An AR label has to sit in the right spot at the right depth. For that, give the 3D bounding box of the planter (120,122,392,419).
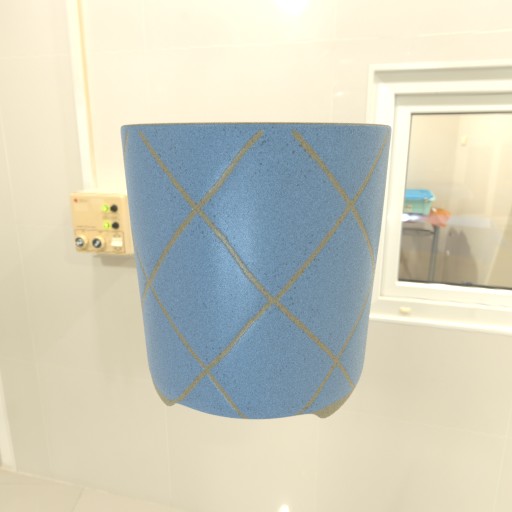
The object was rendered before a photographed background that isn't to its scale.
[{"bbox_3d":[0.000,0.000,0.417,0.227,0.235,0.227,0,15,0],"label":"planter"}]
